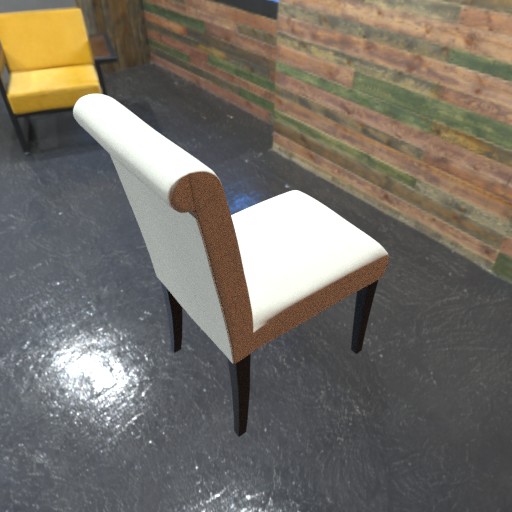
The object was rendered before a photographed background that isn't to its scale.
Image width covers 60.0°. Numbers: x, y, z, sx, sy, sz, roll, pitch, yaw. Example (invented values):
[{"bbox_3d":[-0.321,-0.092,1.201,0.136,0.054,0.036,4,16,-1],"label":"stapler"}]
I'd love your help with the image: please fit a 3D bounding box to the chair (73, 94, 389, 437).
[{"bbox_3d":[0.000,0.000,1.318,0.708,0.976,0.452,-27,47,-28],"label":"chair"}]
